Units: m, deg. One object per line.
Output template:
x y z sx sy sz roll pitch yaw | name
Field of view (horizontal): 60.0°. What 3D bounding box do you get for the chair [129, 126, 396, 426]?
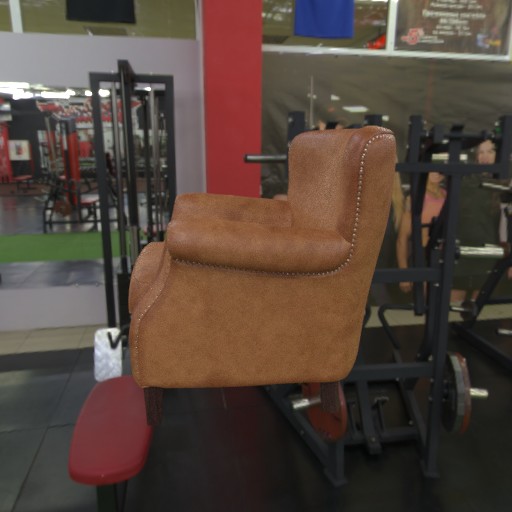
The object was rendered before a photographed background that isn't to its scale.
0.000 0.000 1.681 0.921 0.936 0.861 -2 15 -8 | chair
